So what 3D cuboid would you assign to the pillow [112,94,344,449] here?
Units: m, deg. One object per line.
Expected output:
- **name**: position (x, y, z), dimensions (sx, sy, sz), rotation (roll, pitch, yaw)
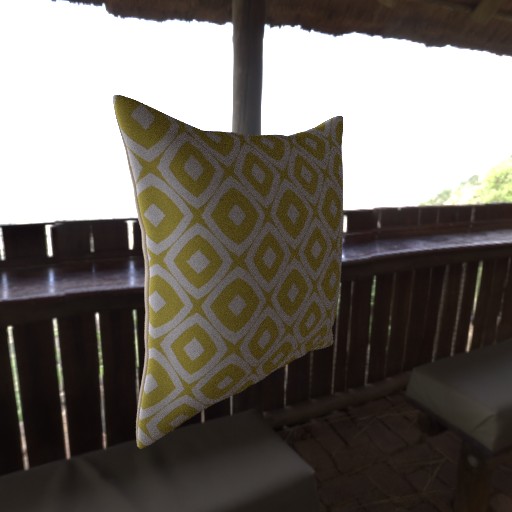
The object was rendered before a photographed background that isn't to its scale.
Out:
- **pillow**: position (0.000, 0.000, 0.770), dimensions (0.188, 0.494, 0.504), rotation (12, 18, 42)
